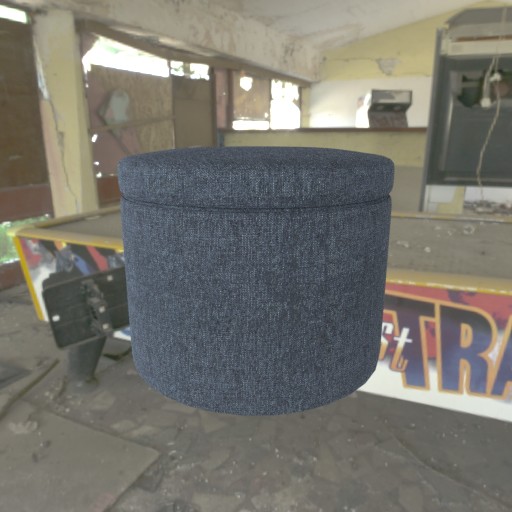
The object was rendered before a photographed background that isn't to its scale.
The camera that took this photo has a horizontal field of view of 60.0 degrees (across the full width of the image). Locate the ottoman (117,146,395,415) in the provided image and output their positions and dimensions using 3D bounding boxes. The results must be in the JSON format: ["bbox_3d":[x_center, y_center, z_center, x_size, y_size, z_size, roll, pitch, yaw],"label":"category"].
[{"bbox_3d":[0.000,0.000,0.880,0.500,0.419,0.500,0,15,0],"label":"ottoman"}]
